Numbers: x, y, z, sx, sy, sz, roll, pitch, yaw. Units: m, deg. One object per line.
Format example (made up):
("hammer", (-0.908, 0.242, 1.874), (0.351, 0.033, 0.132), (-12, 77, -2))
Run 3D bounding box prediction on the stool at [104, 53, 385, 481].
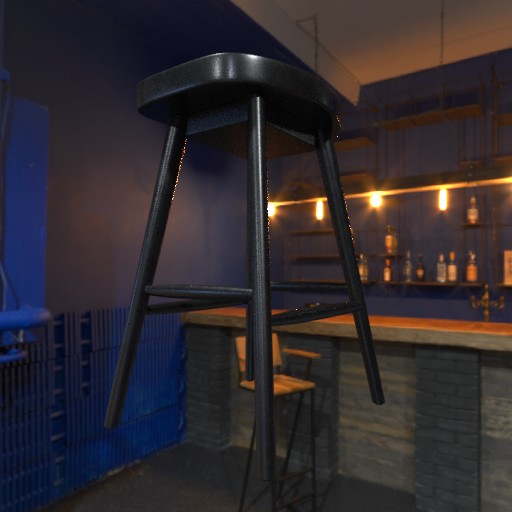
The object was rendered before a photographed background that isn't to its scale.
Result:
("stool", (0.000, 0.000, 0.869), (0.361, 0.615, 0.440), (-1, -2, 36))
